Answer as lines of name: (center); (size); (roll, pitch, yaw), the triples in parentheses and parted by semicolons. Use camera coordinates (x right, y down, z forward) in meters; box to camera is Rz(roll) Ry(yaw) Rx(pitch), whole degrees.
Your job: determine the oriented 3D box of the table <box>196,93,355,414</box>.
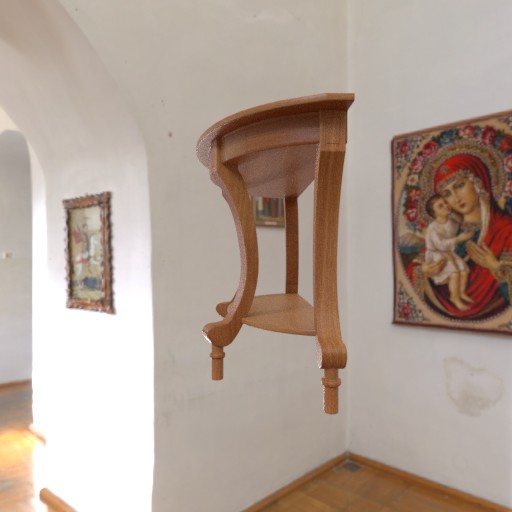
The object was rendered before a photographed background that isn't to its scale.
table: (0.000, 0.000, 1.519); (0.394, 0.692, 1.198); (0, 1, -1)
